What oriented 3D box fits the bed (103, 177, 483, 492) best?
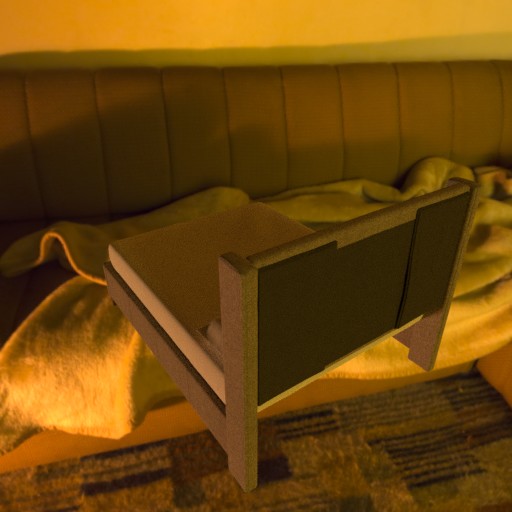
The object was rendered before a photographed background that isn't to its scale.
[{"bbox_3d":[0.000,0.000,3.339,1.714,1.481,2.245,-19,35,-30],"label":"bed"}]
